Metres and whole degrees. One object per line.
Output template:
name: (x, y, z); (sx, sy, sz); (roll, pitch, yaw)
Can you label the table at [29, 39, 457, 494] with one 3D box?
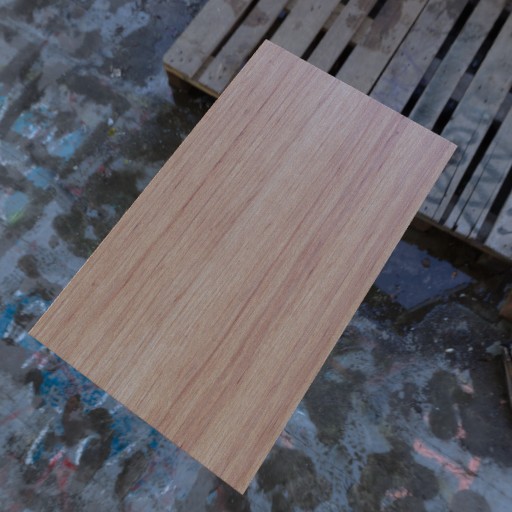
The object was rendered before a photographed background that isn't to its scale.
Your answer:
table: (0.000, 0.000, 1.480); (0.695, 0.457, 1.146); (33, 77, 9)
